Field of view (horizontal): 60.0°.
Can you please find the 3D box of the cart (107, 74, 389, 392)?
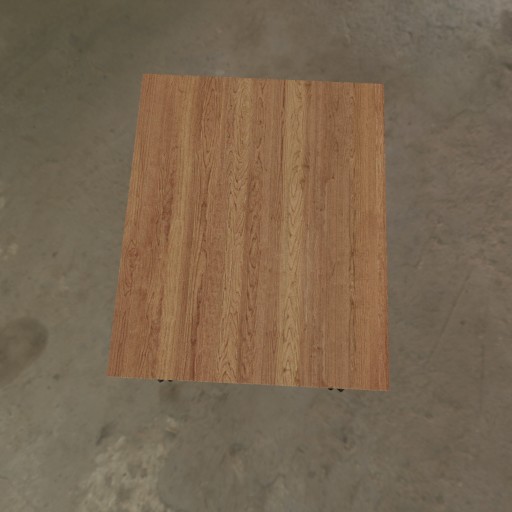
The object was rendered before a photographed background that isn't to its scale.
[{"bbox_3d":[0.000,0.000,1.113,0.558,0.603,0.666,3,77,1],"label":"cart"}]
